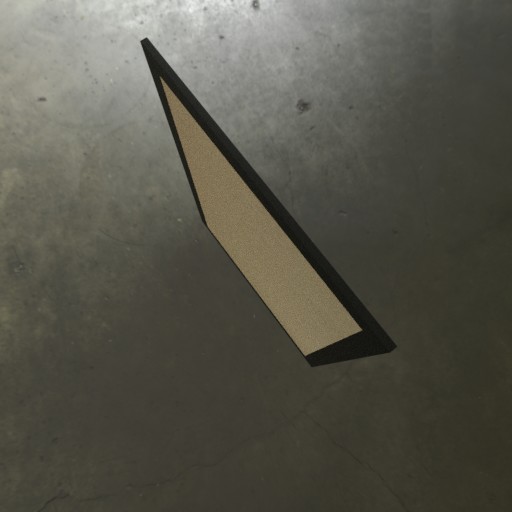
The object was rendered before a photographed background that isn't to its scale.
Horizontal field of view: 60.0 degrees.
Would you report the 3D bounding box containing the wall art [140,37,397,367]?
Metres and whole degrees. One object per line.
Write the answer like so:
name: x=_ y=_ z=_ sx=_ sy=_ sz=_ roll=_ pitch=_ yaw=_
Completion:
wall art: x=0.000 y=0.000 z=0.658 sx=0.008 sy=0.530 sz=0.379 roll=-36 pitch=78 yaw=-9
